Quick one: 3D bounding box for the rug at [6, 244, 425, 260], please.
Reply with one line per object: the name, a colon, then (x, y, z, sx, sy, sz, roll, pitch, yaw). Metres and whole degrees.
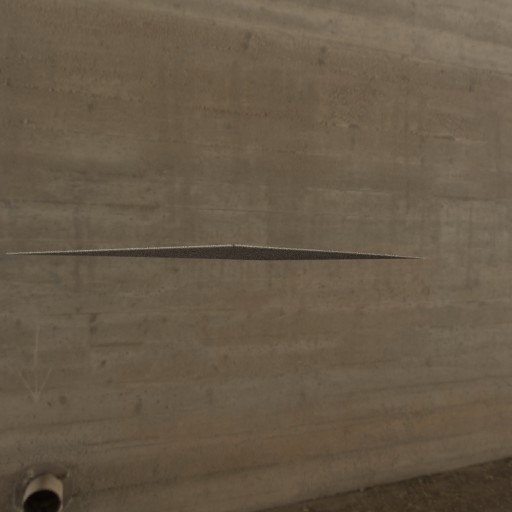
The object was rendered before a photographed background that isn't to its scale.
rug: (0.000, 0.000, 2.892, 1.529, 0.012, 2.435, -1, -2, 35)
